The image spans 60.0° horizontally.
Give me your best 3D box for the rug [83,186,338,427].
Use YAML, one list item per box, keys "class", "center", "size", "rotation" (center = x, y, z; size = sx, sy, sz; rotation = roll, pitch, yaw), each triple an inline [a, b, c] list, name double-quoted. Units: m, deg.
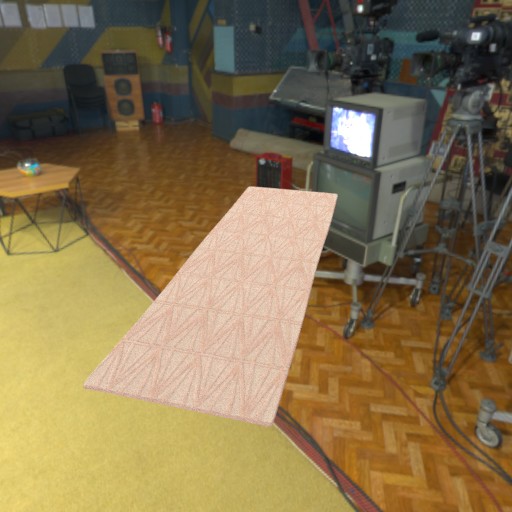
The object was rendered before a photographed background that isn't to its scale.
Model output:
- class: "rug"
  center: [0.000, 0.000, 2.659]
  size: [0.760, 0.015, 2.435]
  rotation: [7, 28, 13]
